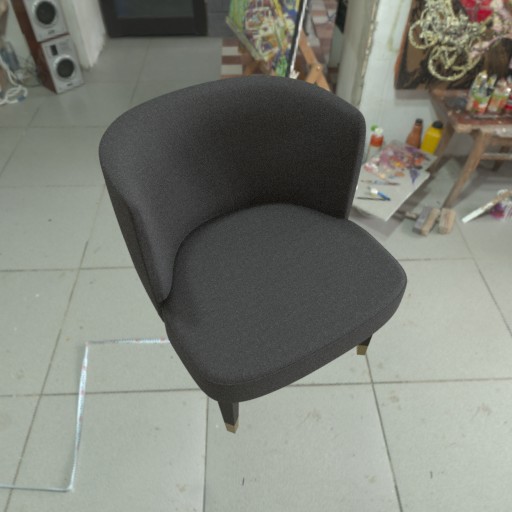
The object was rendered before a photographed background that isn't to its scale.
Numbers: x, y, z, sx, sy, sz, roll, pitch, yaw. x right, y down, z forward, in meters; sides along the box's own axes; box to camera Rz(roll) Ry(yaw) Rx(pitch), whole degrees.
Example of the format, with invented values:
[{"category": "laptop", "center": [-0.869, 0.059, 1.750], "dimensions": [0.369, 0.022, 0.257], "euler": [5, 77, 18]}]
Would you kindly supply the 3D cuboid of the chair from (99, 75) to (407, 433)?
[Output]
[{"category": "chair", "center": [0.000, 0.000, 1.237], "dimensions": [0.639, 0.695, 0.698], "euler": [-24, 52, -21]}]
